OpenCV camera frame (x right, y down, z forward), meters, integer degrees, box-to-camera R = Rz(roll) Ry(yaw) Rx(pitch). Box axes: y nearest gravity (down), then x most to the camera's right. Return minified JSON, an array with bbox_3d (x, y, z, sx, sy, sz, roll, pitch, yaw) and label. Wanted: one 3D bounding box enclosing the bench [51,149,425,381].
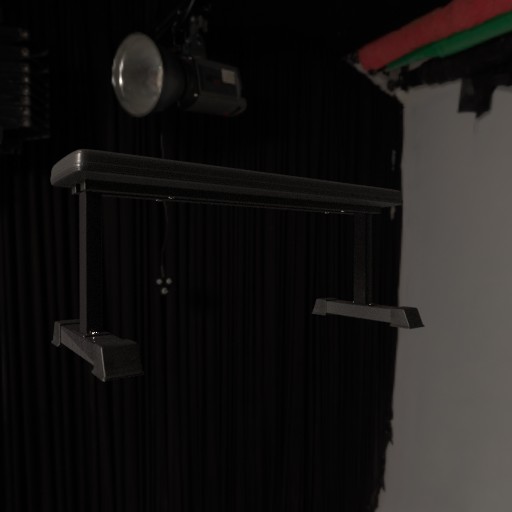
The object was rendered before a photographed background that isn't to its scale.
[{"bbox_3d":[0.000,0.000,1.289,1.072,0.453,0.439,0,1,-36],"label":"bench"}]
